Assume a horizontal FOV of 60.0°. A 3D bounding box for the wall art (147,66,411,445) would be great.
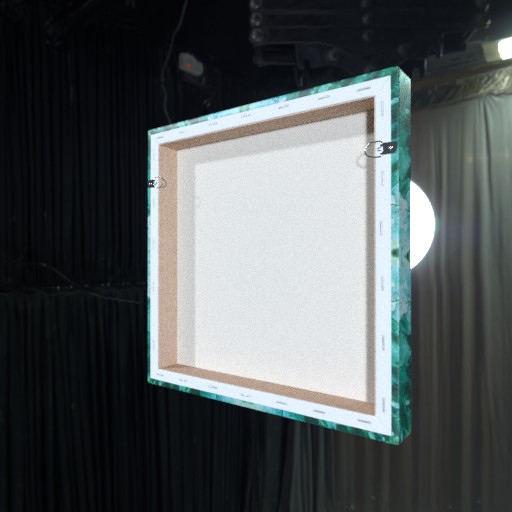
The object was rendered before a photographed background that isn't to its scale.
[{"bbox_3d":[0.000,0.000,0.468,0.313,0.313,0.033,0,0,36],"label":"wall art"}]
